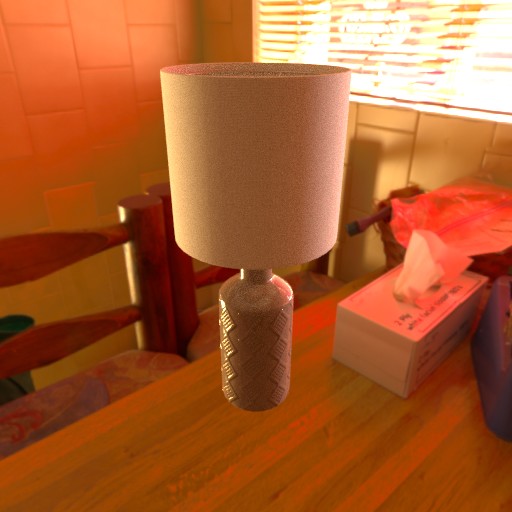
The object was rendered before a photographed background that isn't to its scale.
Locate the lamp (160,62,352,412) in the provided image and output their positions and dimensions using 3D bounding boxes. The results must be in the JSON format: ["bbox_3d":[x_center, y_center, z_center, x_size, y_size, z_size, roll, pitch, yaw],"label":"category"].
[{"bbox_3d":[0.000,0.000,0.589,0.207,0.461,0.207,9,28,17],"label":"lamp"}]
